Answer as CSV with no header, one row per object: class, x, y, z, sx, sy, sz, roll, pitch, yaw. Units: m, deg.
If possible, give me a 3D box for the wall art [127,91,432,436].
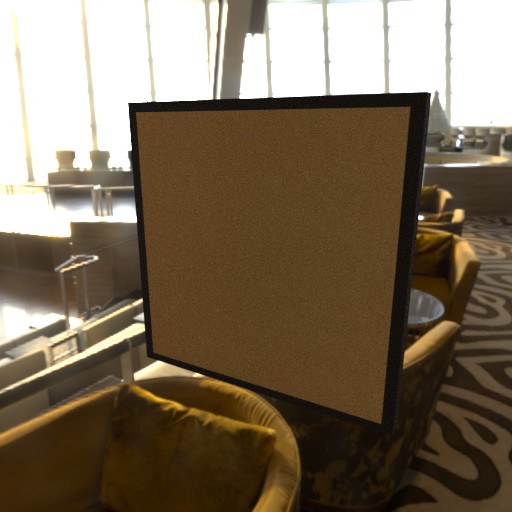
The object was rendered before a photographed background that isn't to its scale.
wall art,0.000,0.000,0.756,0.508,0.507,0.033,9,18,28
